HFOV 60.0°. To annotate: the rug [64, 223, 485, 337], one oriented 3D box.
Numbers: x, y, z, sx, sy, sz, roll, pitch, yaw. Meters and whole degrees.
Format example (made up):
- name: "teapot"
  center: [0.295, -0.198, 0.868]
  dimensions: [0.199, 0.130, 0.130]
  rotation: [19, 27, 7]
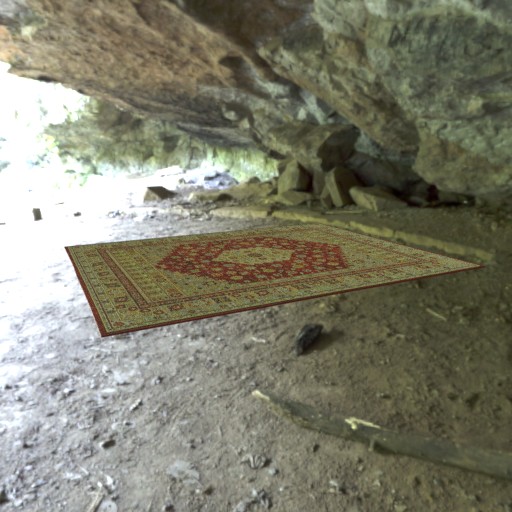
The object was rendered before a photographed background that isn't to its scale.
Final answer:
- name: "rug"
  center: [0.000, 0.000, 4.029]
  dimensions: [3.053, 0.013, 2.387]
  rotation: [-7, 16, -26]
